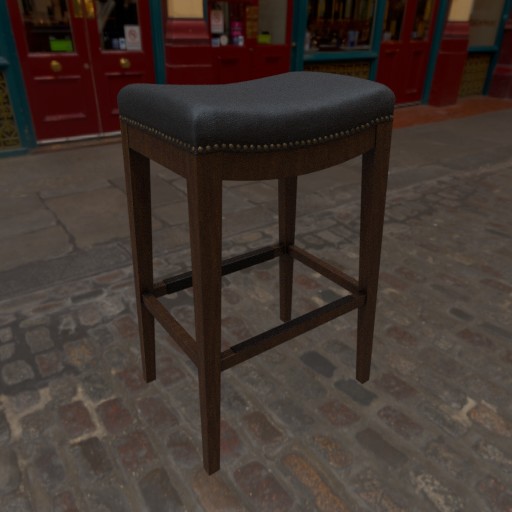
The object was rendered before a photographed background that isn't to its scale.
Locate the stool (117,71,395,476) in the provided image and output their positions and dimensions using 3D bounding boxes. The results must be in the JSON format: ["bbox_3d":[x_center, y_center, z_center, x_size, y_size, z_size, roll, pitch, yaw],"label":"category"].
[{"bbox_3d":[0.000,0.000,1.030,0.500,0.765,0.361,-18,33,-31],"label":"stool"}]
